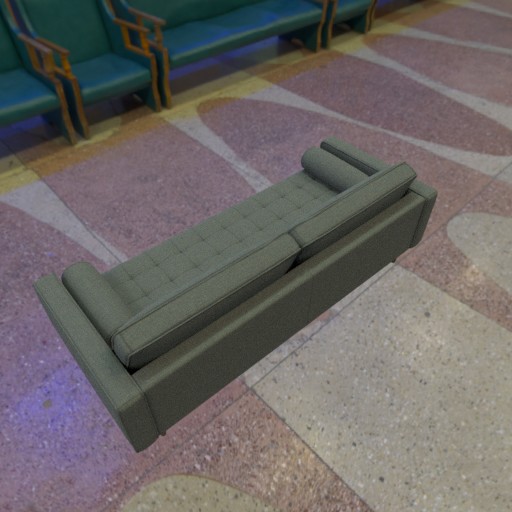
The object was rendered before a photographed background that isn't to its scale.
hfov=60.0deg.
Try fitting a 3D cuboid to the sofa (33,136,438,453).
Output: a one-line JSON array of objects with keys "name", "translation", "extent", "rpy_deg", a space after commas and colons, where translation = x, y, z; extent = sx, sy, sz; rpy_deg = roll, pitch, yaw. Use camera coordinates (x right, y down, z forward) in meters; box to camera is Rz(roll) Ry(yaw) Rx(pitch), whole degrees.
[{"name": "sofa", "translation": [0.000, 0.000, 2.590], "extent": [2.198, 0.762, 0.914], "rpy_deg": [-31, 53, -27]}]
